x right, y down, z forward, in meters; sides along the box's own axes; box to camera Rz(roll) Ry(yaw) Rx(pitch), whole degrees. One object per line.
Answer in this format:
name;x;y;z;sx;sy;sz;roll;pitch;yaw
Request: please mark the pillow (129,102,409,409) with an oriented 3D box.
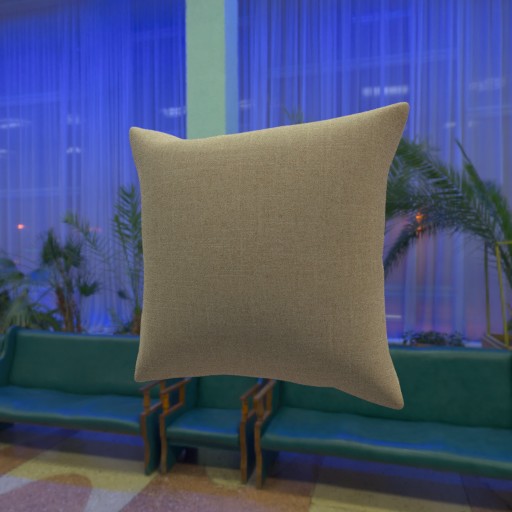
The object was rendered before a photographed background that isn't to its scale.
pillow;0.000;0.000;0.636;0.414;0.399;0.173;0;1;18
